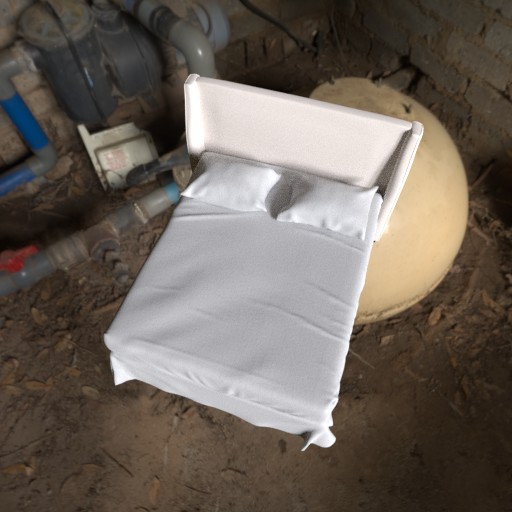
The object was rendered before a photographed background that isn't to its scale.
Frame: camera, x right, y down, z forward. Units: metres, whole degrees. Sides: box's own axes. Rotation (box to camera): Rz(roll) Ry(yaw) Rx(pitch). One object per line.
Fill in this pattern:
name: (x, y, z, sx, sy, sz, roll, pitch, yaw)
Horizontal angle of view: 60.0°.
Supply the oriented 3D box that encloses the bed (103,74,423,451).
bed: (0.000, 0.000, 3.455, 1.925, 1.332, 2.276, 16, 59, 10)
